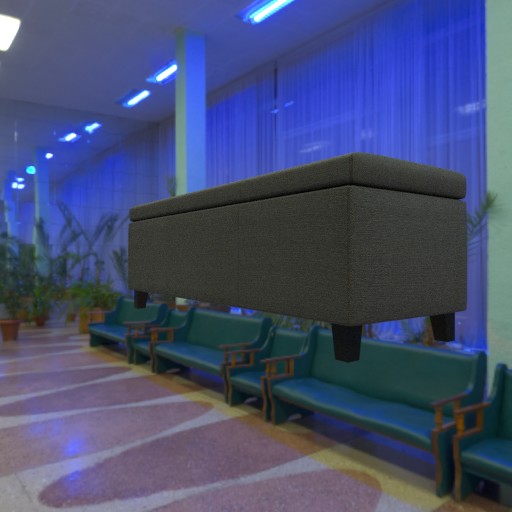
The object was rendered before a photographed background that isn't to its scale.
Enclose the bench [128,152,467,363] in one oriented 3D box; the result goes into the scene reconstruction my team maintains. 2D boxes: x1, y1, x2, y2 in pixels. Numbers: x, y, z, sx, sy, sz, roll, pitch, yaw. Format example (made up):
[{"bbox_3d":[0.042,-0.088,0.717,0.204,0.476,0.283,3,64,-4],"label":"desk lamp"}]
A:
[{"bbox_3d":[0.000,0.000,1.505,0.446,0.438,1.269,0,0,-36],"label":"bench"}]
